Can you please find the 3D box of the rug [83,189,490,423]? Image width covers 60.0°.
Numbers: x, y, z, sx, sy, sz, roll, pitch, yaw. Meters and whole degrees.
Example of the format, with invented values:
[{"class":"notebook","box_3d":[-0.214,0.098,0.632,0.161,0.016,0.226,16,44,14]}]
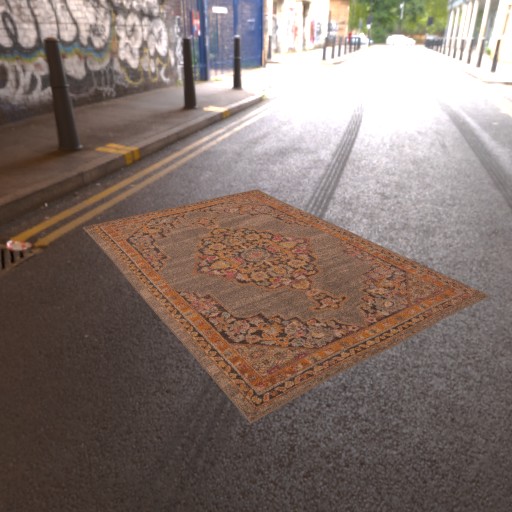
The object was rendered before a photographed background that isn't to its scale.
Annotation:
[{"class":"rug","box_3d":[0.000,0.000,3.692,2.043,0.026,2.901,-17,31,-30]}]
